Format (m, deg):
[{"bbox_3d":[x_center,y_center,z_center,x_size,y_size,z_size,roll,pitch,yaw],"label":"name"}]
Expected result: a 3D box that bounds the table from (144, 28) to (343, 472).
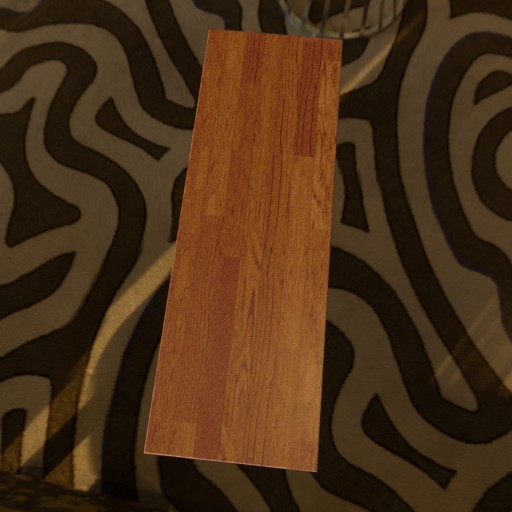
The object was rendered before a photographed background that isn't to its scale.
[{"bbox_3d":[0.000,0.000,1.546,0.408,0.740,1.204,6,75,2],"label":"table"}]
